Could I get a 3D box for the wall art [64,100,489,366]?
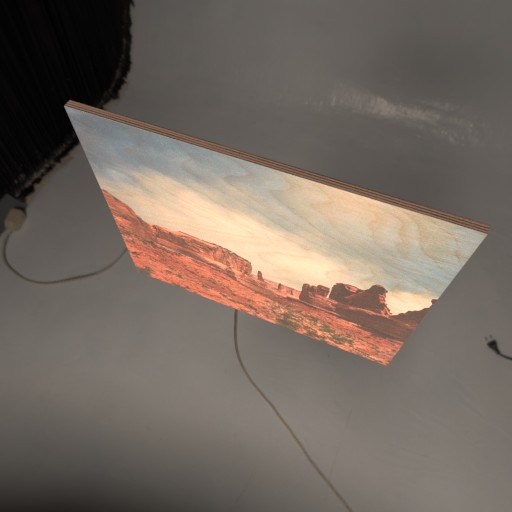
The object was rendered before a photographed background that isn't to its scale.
[{"bbox_3d":[0.000,0.000,0.670,0.508,0.406,0.013,19,60,12],"label":"wall art"}]
